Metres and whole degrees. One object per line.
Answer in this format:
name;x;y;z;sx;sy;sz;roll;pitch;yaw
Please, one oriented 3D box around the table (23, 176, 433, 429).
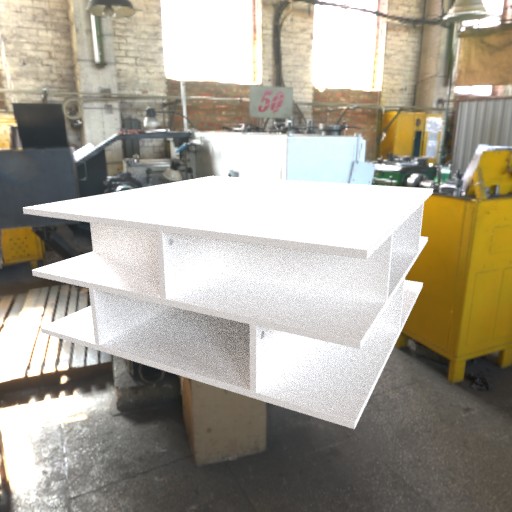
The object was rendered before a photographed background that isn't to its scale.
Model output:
table;0.000;0.000;1.079;0.700;0.289;0.700;8;18;27
